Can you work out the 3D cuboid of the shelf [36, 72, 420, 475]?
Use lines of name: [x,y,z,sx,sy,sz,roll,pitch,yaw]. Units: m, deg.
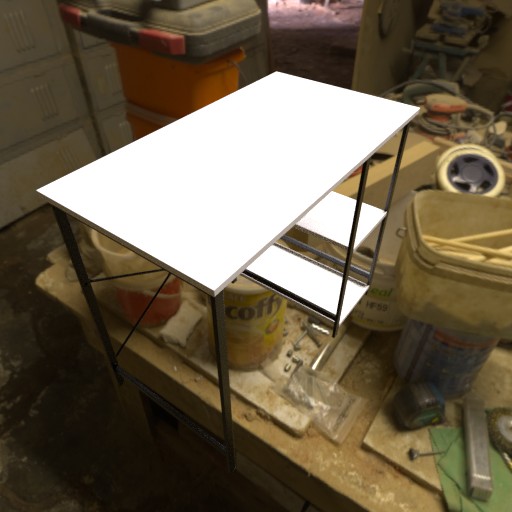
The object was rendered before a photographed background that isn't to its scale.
shelf: [0.000,0.000,1.352,0.498,0.750,0.902,26,48,27]
